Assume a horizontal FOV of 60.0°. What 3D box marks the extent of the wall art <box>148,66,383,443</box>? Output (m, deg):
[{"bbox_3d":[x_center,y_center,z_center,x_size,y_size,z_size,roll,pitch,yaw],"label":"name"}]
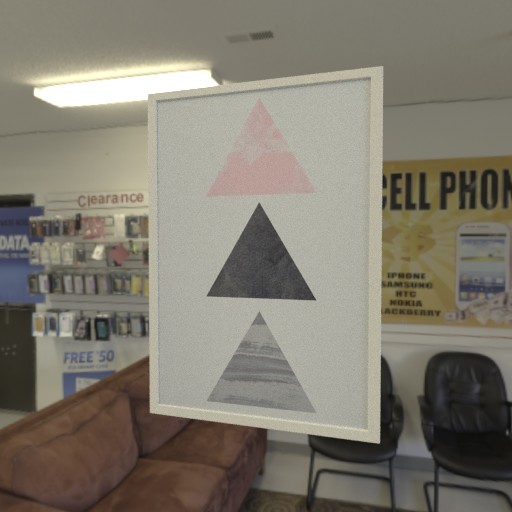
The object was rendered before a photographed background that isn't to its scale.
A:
[{"bbox_3d":[0.000,0.000,1.209,0.659,0.940,0.013,1,2,18],"label":"wall art"}]
